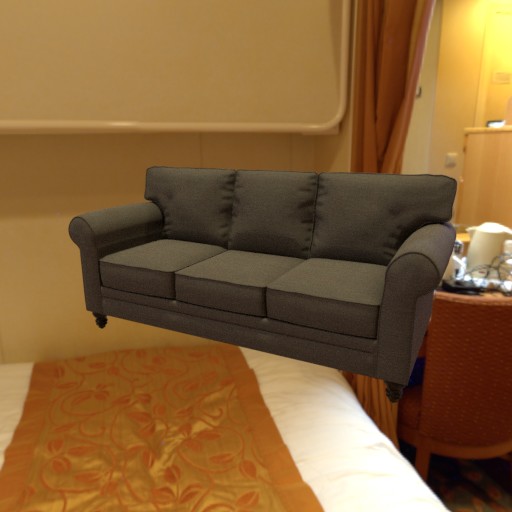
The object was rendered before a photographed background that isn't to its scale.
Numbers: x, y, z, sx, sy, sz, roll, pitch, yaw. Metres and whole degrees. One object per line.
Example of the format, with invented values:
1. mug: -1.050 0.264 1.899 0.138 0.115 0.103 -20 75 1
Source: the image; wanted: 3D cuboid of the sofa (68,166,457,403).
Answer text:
1. sofa: 0.000 0.000 2.583 2.084 0.966 0.909 7 16 26
